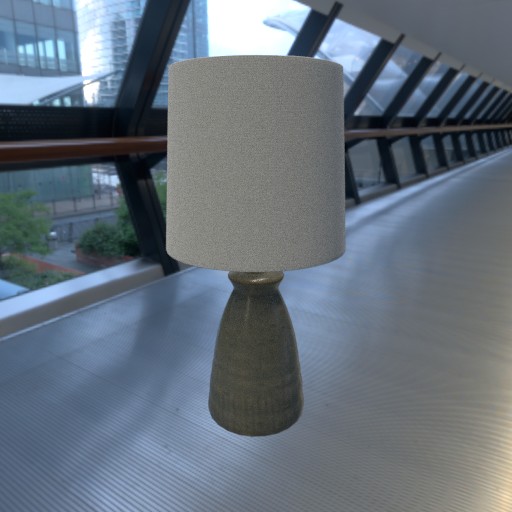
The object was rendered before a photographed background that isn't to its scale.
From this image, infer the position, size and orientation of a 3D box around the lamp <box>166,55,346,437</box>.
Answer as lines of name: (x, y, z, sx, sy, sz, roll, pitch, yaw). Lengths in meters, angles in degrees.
lamp: (0.000, 0.000, 0.472, 0.186, 0.369, 0.186, 0, 15, 0)
